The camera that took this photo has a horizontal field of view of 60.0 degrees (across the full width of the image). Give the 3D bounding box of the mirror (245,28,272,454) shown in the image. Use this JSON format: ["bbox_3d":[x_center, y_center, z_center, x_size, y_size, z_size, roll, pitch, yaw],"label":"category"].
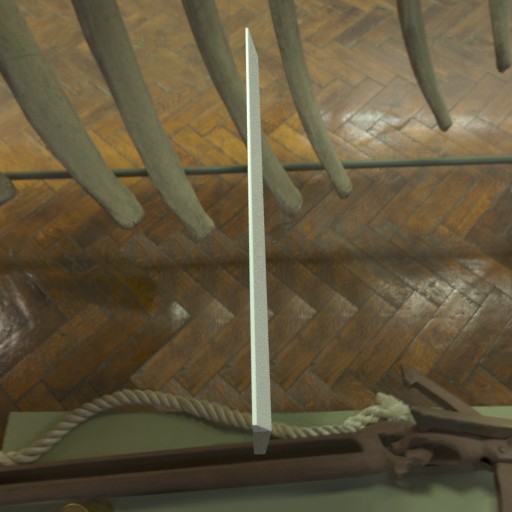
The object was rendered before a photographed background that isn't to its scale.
[{"bbox_3d":[0.000,0.000,1.109,0.030,0.630,0.870,-1,63,-1],"label":"mirror"}]
